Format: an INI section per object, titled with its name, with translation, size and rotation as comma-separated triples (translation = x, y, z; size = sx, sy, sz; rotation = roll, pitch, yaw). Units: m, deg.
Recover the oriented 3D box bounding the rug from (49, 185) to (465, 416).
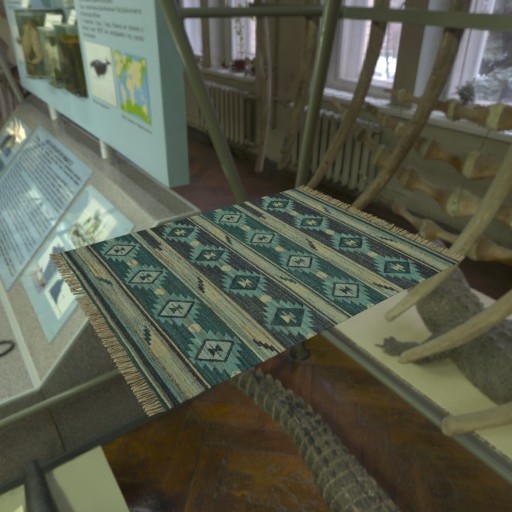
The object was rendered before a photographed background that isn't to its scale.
[rug]
translation = 0.000, 0.000, 4.310
size = 3.307, 0.047, 2.418
rotation = -19, 35, -30
